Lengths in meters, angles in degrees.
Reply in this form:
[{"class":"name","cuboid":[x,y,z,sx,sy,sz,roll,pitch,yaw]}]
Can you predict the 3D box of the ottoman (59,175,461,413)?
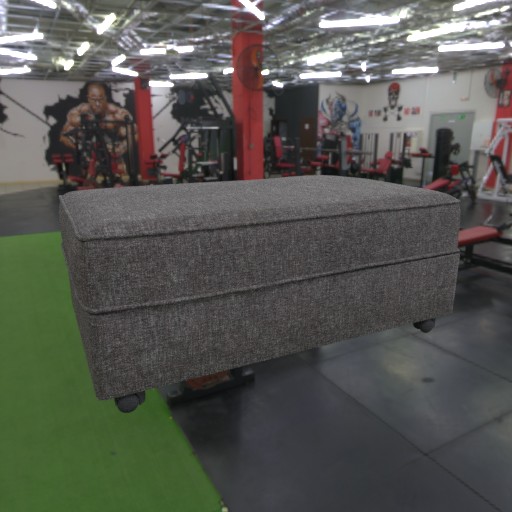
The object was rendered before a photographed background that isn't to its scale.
[{"class":"ottoman","cuboid":[0.000,0.000,1.506,1.184,0.487,0.717,-8,18,-25]}]
